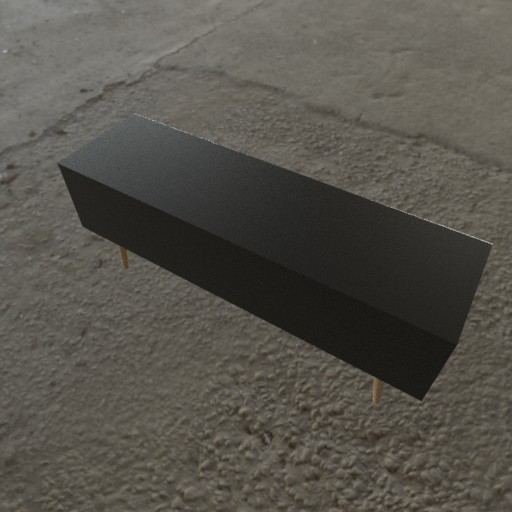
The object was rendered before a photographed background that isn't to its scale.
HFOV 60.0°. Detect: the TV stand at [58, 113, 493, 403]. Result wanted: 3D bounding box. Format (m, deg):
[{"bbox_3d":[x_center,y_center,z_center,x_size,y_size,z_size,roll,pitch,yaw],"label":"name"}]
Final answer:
[{"bbox_3d":[0.000,0.000,1.537,1.312,0.518,0.390,25,52,21],"label":"TV stand"}]
